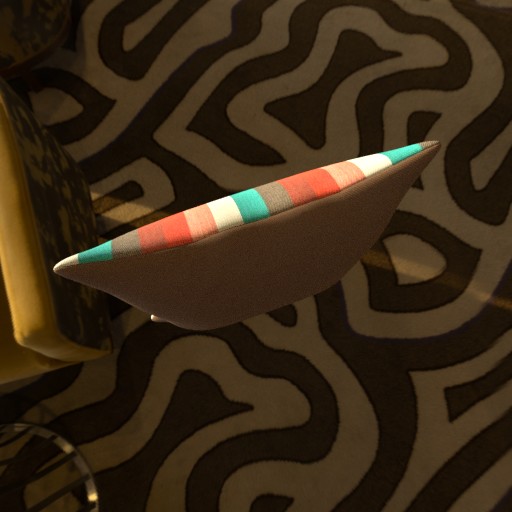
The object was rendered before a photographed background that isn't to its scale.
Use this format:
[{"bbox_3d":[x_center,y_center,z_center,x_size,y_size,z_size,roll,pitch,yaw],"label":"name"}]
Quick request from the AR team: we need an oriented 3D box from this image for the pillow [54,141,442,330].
[{"bbox_3d":[0.000,0.000,0.699,0.453,0.443,0.168,-19,76,-5],"label":"pillow"}]
